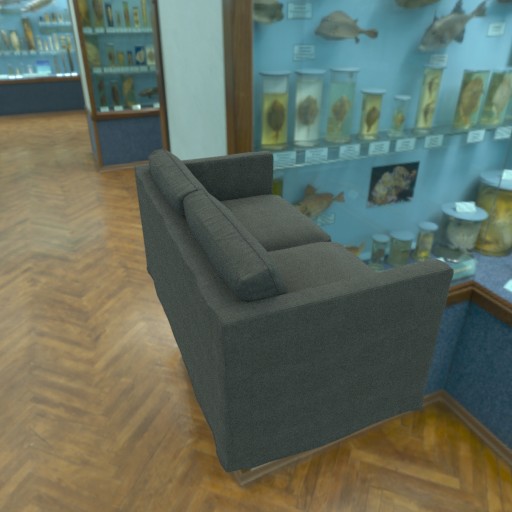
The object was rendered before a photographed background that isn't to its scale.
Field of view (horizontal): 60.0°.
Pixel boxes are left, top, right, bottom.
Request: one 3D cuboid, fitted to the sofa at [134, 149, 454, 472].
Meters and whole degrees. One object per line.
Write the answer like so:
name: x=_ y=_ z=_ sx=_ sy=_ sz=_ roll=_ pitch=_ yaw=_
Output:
sofa: x=0.000 y=0.000 z=2.376 sx=0.974 sy=0.854 sz=1.802 roll=-11 pitch=31 yaw=-19
